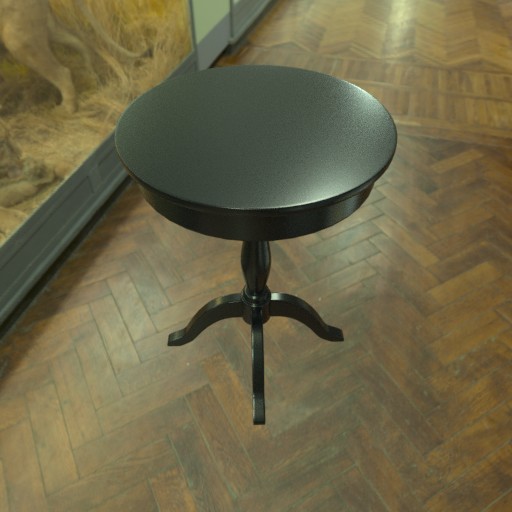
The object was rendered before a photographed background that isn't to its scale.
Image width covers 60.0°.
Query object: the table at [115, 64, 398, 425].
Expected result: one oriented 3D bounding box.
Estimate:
[{"bbox_3d":[0.000,0.000,0.999,0.481,0.665,0.481,0,45,0],"label":"table"}]
